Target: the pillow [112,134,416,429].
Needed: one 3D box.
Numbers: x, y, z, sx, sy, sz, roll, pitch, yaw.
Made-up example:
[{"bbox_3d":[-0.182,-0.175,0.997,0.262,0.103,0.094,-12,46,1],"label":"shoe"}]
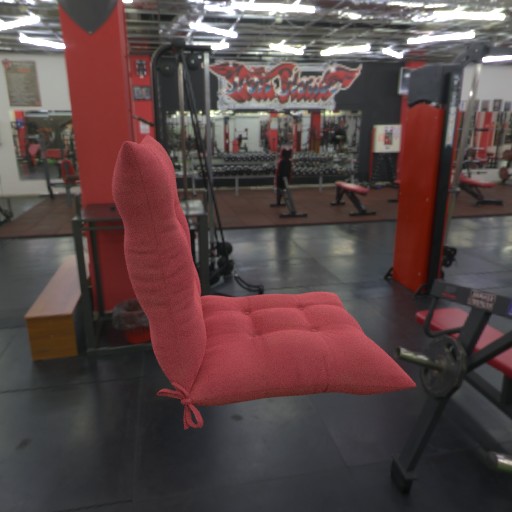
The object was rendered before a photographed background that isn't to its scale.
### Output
[{"bbox_3d":[0.000,0.000,1.026,0.585,0.536,0.541,-2,16,-9],"label":"pillow"}]
